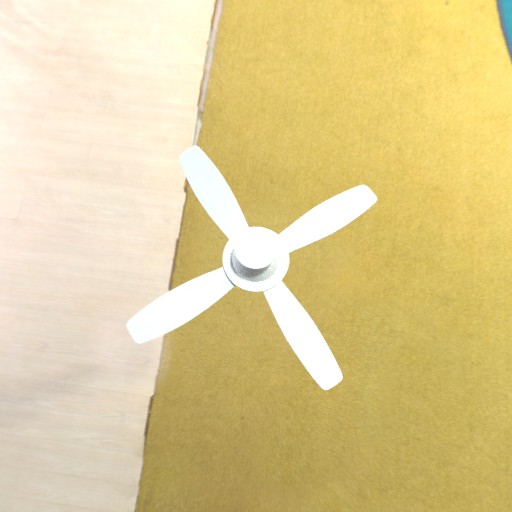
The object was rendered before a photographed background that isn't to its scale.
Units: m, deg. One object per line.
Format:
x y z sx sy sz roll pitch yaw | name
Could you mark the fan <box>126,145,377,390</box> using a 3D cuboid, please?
0.000 0.000 2.557 1.693 0.382 1.694 -31 78 -7 | fan
